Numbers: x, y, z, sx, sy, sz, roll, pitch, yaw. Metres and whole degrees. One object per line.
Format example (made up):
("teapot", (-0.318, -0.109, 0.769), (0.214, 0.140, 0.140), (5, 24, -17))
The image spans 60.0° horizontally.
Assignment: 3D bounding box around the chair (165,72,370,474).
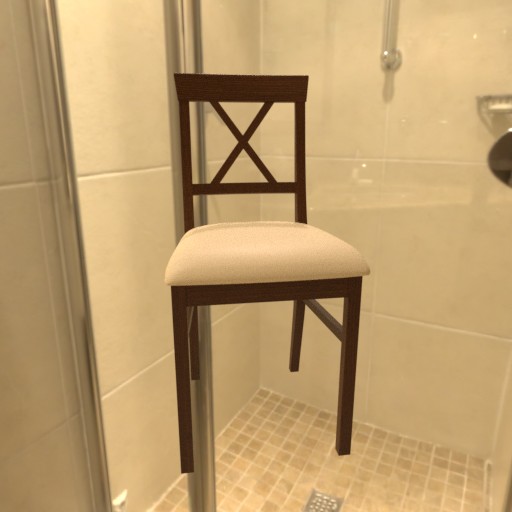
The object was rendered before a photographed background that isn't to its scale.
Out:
("chair", (0.000, 0.000, 1.132), (0.440, 0.913, 0.480), (-2, 16, -9))
